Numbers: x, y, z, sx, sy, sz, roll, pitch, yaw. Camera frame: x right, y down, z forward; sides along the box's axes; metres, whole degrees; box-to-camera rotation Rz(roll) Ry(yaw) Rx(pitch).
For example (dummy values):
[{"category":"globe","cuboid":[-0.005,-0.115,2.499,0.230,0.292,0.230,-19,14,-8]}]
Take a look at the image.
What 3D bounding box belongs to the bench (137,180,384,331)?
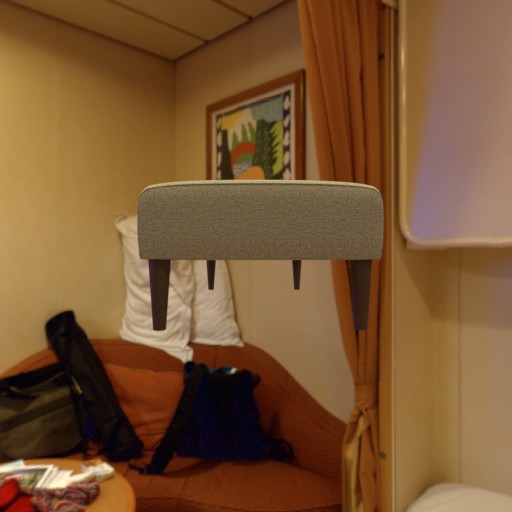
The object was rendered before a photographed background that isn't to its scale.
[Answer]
[{"category":"bench","cuboid":[0.000,0.000,1.864,0.631,0.383,1.598,0,-1,-1]}]
